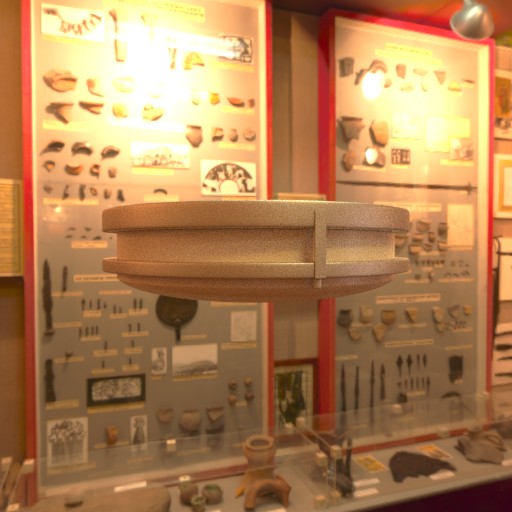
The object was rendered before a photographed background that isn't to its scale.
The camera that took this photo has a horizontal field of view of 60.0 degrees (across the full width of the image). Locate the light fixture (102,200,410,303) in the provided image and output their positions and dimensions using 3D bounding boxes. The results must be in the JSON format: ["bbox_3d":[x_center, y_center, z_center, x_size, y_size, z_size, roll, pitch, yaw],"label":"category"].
[{"bbox_3d":[0.000,0.000,0.541,0.356,0.102,0.356,0,1,0],"label":"light fixture"}]
